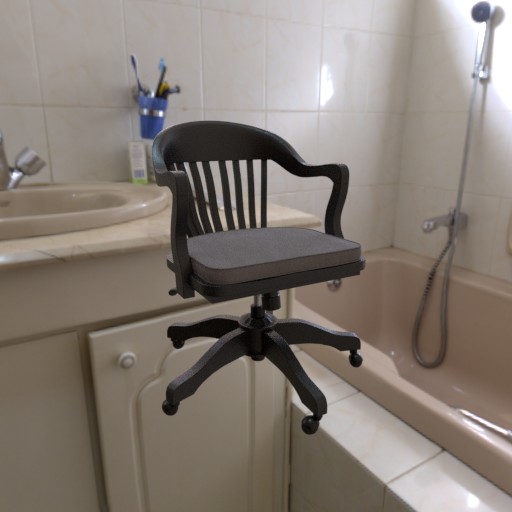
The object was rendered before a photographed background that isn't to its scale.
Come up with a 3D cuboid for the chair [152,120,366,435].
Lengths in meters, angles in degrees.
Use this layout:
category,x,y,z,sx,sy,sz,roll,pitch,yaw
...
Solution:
category,x,y,z,sx,sy,sz,roll,pitch,yaw
chair,0.000,0.000,1.488,0.750,0.878,0.788,-9,18,-27
